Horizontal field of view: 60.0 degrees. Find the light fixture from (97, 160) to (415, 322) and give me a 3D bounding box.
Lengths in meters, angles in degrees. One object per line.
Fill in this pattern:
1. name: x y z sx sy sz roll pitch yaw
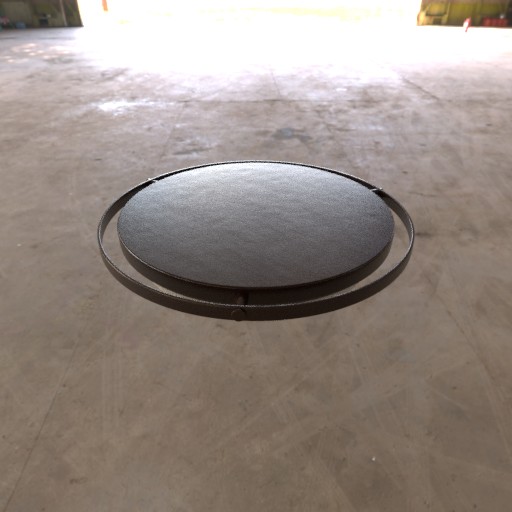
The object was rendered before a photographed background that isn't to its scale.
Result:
1. light fixture: 0.000 0.000 0.557 0.361 0.130 0.361 0 32 0
